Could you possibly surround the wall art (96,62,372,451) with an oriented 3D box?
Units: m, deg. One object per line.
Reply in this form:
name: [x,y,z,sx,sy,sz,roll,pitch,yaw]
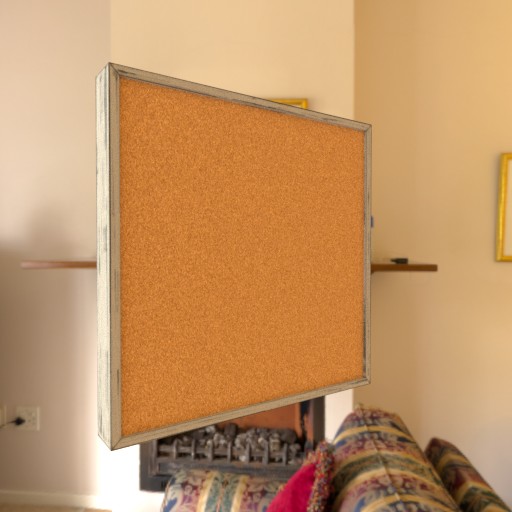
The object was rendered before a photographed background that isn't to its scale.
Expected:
wall art: [0.000,0.000,0.447,0.303,0.303,0.036,-1,1,-35]
